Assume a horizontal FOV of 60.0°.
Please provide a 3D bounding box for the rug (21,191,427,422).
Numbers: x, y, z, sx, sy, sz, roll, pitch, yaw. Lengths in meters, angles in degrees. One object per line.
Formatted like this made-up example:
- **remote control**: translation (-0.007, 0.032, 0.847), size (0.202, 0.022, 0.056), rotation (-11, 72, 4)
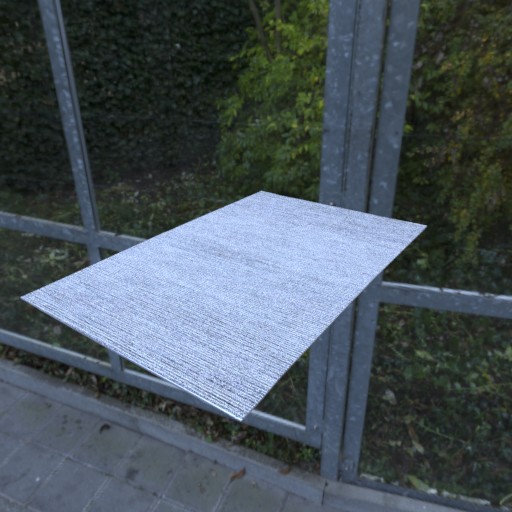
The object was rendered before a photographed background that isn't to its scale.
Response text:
- **rug**: translation (0.000, 0.000, 2.203), size (1.159, 0.021, 1.789), rotation (17, 31, 31)
